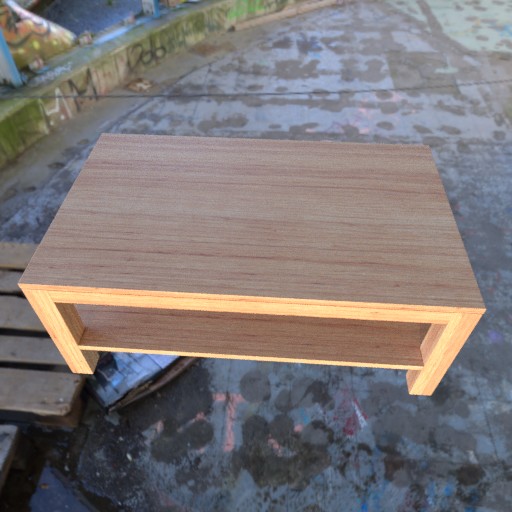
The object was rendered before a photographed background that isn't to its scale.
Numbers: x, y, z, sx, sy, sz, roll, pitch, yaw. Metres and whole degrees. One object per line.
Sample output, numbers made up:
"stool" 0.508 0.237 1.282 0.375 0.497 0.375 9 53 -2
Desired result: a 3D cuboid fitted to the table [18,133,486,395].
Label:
"table" 0.000 0.000 1.482 1.146 0.457 0.695 3 47 3
